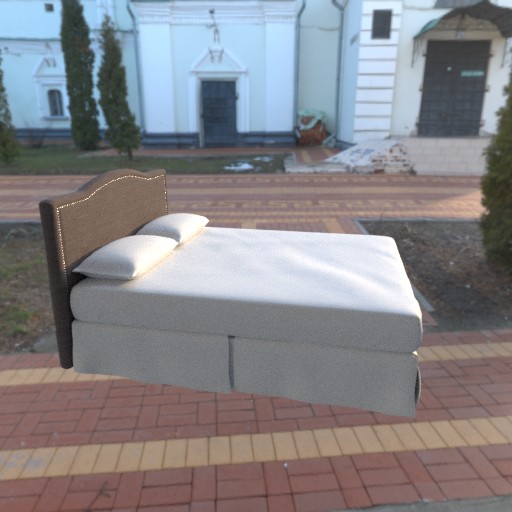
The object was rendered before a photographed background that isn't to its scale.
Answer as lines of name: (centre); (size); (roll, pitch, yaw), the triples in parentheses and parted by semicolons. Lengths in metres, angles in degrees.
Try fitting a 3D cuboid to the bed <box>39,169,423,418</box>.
bed: (0.000, 0.000, 3.953); (2.689, 1.457, 2.161); (4, 18, 11)
